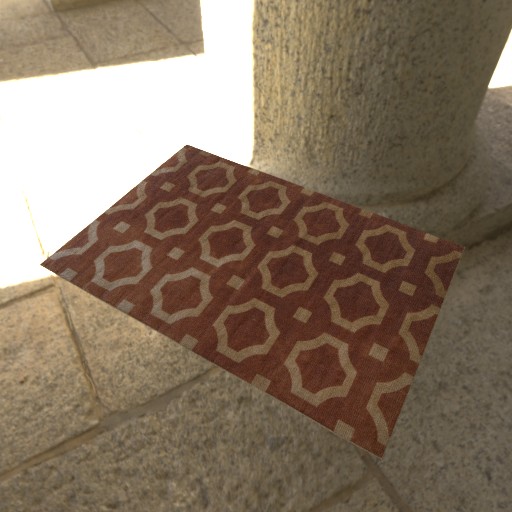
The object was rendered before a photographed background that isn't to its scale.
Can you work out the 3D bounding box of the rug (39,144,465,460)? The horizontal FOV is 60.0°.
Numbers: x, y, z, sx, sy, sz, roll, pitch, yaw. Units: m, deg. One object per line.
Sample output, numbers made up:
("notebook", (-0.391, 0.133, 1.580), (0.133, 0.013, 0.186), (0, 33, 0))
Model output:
("rug", (0.000, 0.000, 2.869), (2.286, 0.016, 1.555), (24, 53, 20))
